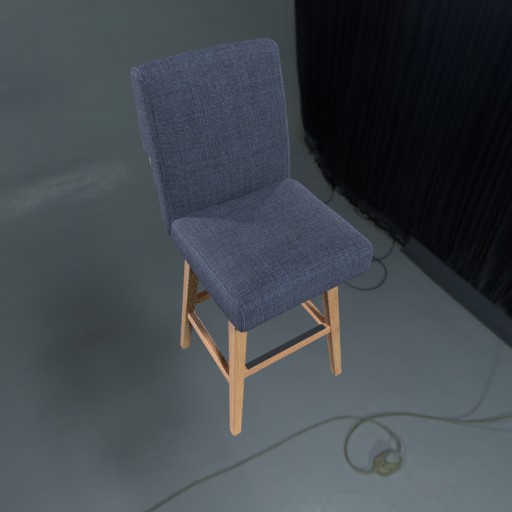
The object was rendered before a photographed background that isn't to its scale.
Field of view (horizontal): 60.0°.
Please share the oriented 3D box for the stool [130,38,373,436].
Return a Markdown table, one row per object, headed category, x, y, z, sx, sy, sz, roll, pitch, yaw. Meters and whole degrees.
| category | x | y | z | sx | sy | sz | roll | pitch | yaw |
| --- | --- | --- | --- | --- | --- | --- | --- | --- | --- |
| stool | 0.000 | 0.000 | 1.403 | 0.483 | 1.112 | 0.570 | -23 | 49 | -22 |
